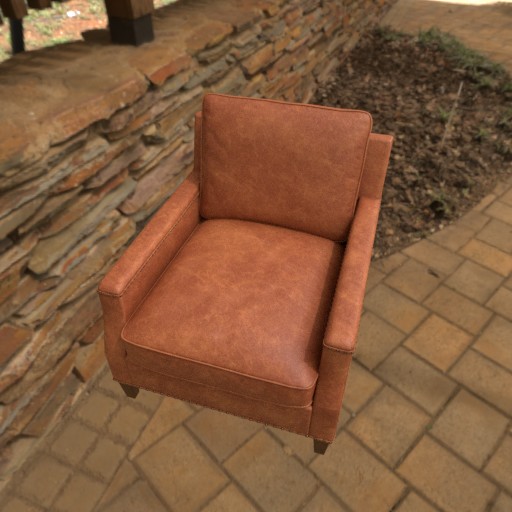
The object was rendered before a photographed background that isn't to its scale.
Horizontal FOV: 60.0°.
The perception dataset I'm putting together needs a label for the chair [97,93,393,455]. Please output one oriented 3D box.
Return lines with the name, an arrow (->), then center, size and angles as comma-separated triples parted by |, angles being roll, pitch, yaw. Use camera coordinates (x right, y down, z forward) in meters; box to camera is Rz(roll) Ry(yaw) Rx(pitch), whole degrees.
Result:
chair -> 0.000, 0.000, 1.717 | 0.853, 0.943, 1.014 | 11, 42, 13
